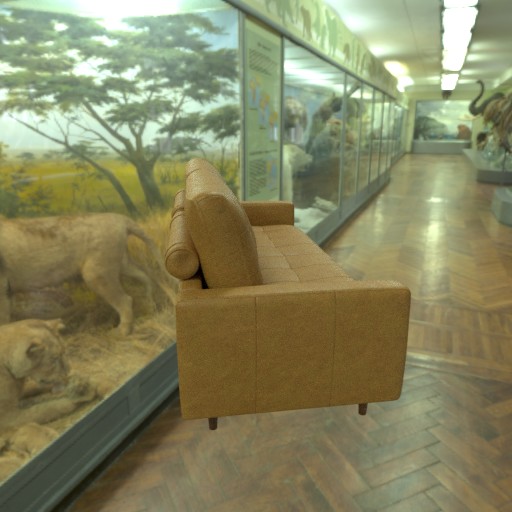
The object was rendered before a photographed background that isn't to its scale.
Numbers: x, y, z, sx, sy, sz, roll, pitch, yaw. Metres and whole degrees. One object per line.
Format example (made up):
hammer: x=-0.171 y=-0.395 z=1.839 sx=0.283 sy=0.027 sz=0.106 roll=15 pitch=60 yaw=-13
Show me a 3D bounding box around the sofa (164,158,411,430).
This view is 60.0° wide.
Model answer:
sofa: x=0.000 y=0.000 z=2.294 sx=0.850 sy=0.898 sz=1.821 roll=-2 pitch=17 yaw=-8
